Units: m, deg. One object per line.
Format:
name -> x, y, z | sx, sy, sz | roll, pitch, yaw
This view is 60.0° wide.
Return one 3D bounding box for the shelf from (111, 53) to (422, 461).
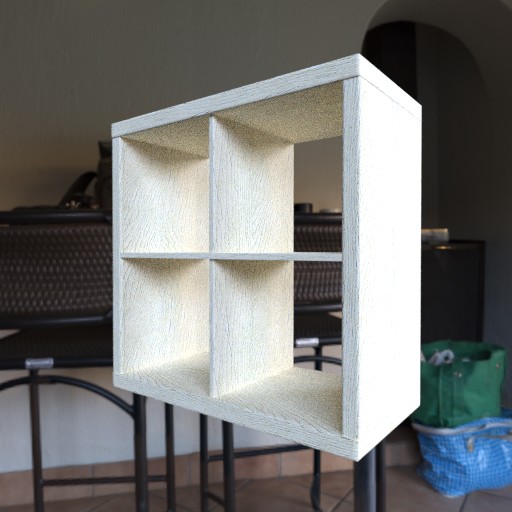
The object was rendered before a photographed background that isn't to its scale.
shelf -> 0.000, 0.000, 1.247 | 0.790, 0.786, 0.390 | 1, 1, 37
